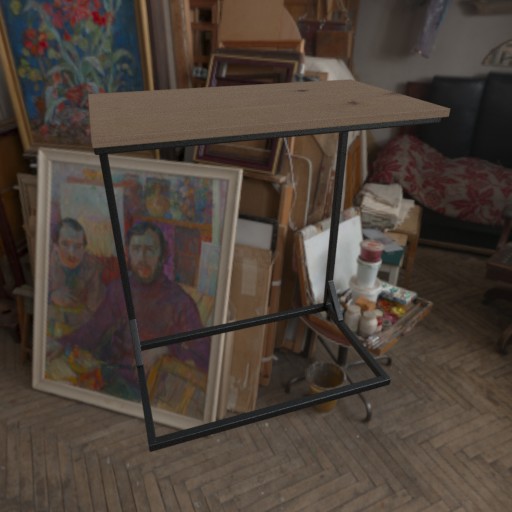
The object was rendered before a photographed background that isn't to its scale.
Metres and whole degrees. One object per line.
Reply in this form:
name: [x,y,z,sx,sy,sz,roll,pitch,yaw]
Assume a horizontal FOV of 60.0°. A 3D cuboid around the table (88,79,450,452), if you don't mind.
table: [0.000,0.000,1.001,0.597,0.673,0.351,-10,31,-16]
